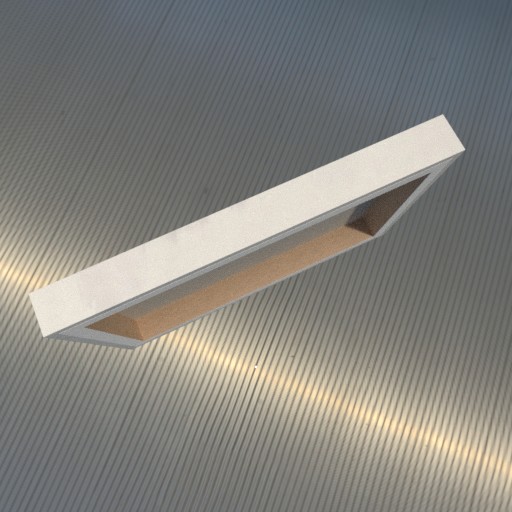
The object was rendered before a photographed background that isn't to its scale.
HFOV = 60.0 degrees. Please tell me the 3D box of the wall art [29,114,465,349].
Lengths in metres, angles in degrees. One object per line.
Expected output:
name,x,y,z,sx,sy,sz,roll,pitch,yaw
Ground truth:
wall art,0.000,0.000,0.490,0.381,0.254,0.038,-24,77,-6
